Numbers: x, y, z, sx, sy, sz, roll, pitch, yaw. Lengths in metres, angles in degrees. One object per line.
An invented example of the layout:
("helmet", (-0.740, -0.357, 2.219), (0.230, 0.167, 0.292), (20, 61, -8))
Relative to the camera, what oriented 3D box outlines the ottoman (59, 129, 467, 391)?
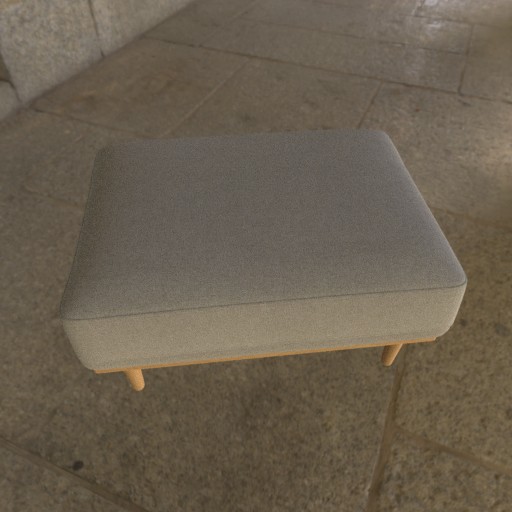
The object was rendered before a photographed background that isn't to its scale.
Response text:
("ottoman", (0.000, 0.000, 1.059), (0.749, 0.428, 0.549), (-5, 47, -4))
